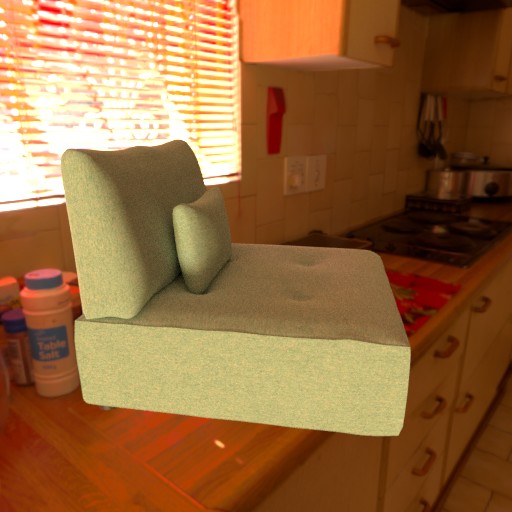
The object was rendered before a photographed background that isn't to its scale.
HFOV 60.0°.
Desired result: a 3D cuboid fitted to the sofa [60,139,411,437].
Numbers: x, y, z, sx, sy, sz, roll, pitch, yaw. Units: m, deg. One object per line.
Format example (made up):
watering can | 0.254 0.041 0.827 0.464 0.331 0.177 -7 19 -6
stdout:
sofa | 0.000 0.000 1.663 1.000 0.820 0.930 3 17 9
